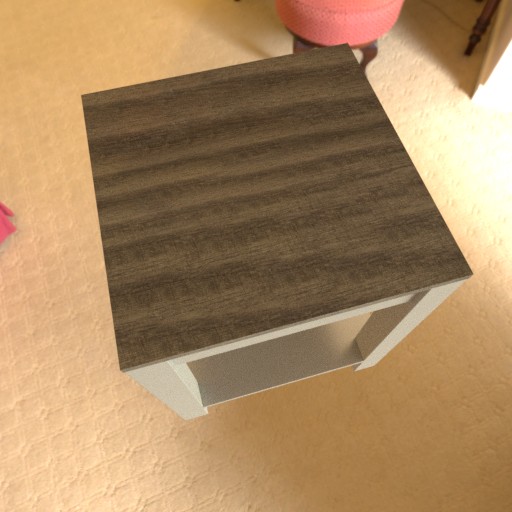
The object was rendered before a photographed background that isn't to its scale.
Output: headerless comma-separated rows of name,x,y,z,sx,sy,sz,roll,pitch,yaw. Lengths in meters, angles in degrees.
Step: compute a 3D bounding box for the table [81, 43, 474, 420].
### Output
table,0.000,0.000,0.975,0.506,0.587,0.504,-14,64,-7
